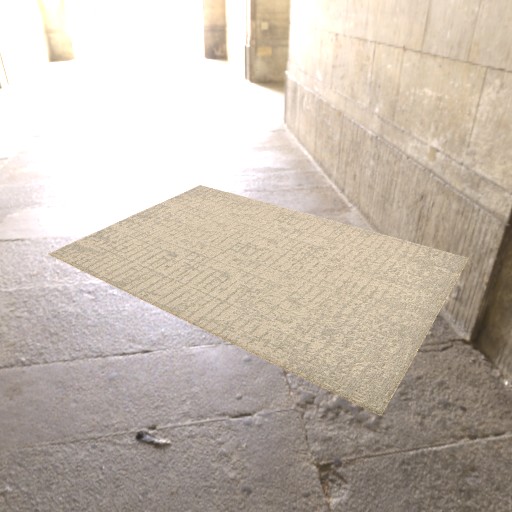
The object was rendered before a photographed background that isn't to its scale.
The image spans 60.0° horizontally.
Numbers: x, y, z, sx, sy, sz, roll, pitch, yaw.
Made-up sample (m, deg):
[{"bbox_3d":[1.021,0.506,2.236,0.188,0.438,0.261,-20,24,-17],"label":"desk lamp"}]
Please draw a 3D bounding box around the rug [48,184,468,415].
[{"bbox_3d":[0.000,0.000,2.303,1.827,0.007,1.211,19,35,30],"label":"rug"}]
